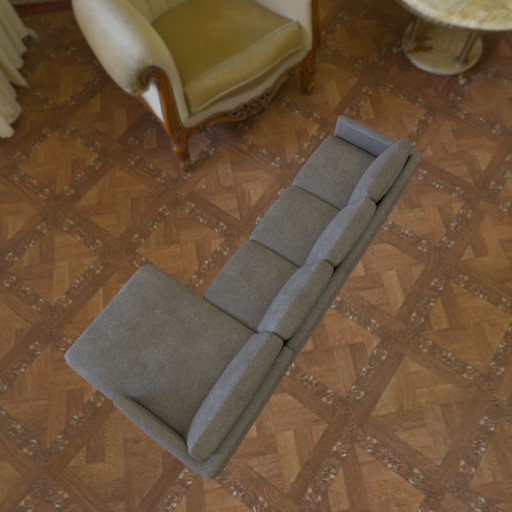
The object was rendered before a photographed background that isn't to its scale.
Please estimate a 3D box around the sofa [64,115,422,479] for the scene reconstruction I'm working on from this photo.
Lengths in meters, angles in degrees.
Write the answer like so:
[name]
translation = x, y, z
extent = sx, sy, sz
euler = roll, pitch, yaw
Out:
[sofa]
translation = 0.000, 0.000, 4.100
extent = 1.604, 0.950, 3.471
euler = 32, 68, 14
